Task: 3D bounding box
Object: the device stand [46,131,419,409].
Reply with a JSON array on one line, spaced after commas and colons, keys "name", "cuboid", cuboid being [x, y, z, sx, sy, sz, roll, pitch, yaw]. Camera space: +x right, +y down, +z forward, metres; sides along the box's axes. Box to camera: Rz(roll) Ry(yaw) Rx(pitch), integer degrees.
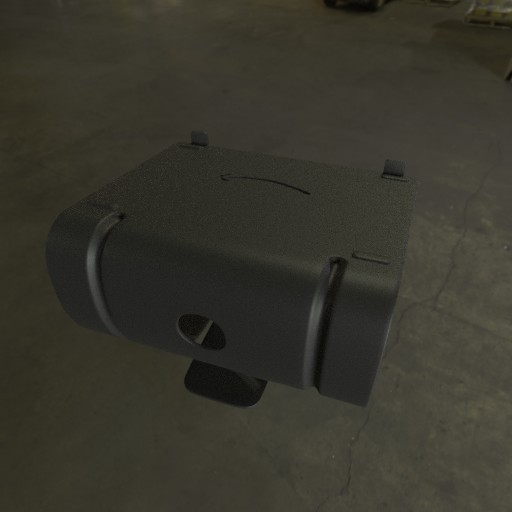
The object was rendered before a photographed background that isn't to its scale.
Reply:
[{"name": "device stand", "cuboid": [0.000, 0.000, 0.403, 0.256, 0.155, 0.236, 12, 41, 14]}]
